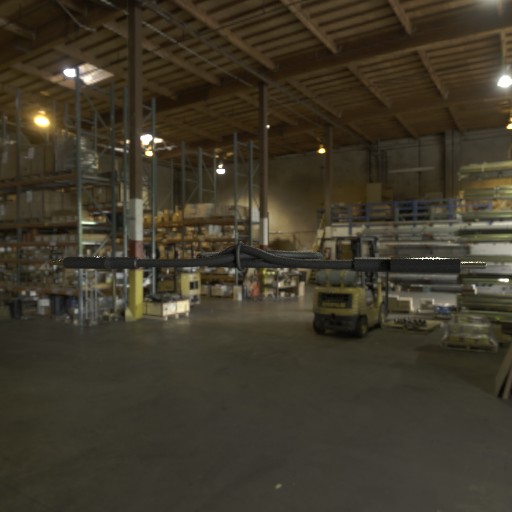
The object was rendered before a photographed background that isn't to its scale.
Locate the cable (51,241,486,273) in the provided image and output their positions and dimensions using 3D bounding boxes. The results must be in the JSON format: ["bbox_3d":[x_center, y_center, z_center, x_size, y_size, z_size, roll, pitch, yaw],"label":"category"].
[{"bbox_3d":[0.000,0.000,0.229,0.203,0.014,0.070,0,0,18],"label":"cable"}]
